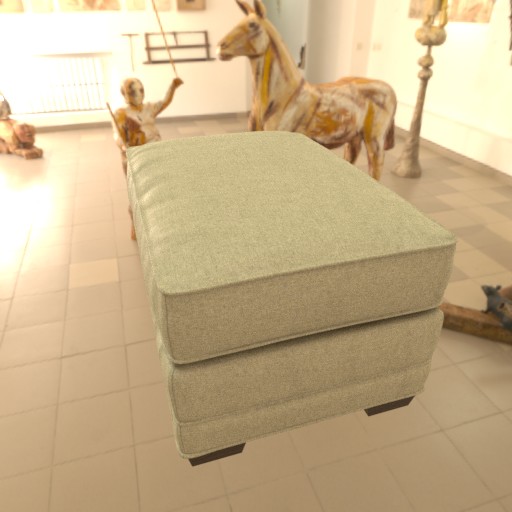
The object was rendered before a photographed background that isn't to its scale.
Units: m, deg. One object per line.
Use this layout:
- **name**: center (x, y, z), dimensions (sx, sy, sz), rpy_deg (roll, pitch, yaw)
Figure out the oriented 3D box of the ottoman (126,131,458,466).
- **ottoman**: center (0.000, 0.000, 1.208), dimensions (0.611, 0.508, 0.848), rpy_deg (-9, 32, -15)
